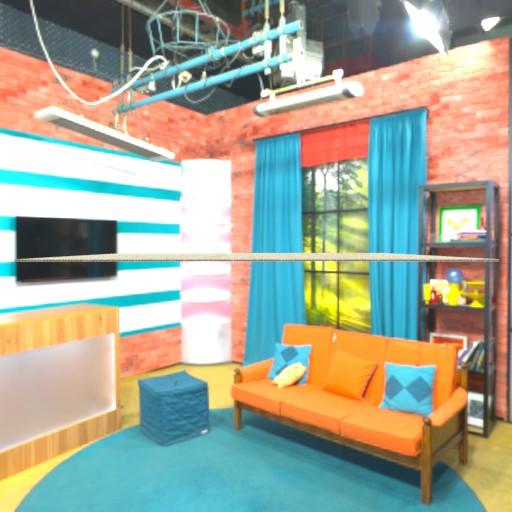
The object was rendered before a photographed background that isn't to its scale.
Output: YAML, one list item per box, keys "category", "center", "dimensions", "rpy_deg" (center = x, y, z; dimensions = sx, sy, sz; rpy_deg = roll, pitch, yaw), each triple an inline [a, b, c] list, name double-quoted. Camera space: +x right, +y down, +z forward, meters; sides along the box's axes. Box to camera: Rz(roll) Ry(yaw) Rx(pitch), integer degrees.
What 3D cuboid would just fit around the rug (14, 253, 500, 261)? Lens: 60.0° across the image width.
- category: "rug"
  center: [0.000, 0.000, 3.779]
  dimensions: [2.894, 0.013, 2.286]
  rpy_deg: [0, 1, -1]
